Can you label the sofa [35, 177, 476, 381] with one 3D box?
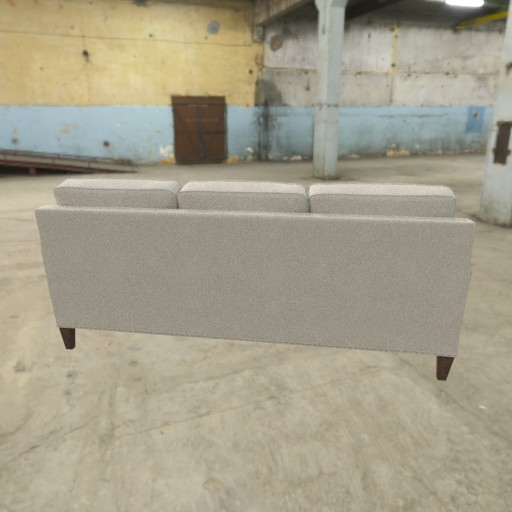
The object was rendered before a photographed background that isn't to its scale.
[{"bbox_3d":[0.000,0.000,2.726,2.246,1.003,1.084,3,17,9],"label":"sofa"}]
